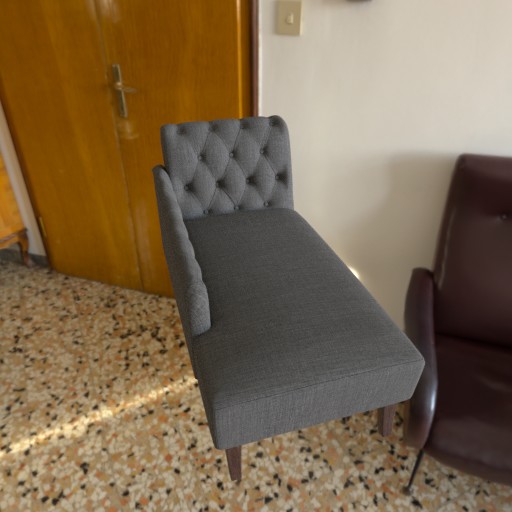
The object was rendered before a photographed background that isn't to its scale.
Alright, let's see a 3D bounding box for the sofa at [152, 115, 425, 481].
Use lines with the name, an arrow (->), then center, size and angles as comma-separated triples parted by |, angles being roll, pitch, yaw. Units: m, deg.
sofa -> 0.000, 0.000, 1.800 | 0.675, 0.787, 1.379 | -9, 33, -14
